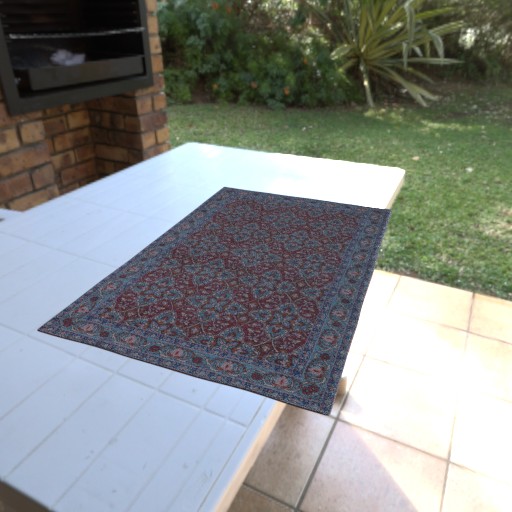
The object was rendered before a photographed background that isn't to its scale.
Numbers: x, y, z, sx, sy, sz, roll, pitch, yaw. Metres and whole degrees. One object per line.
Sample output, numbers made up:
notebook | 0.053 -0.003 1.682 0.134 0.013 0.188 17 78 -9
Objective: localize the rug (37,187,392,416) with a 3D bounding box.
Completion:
rug | 0.000 0.000 2.364 1.219 0.009 1.829 11 30 18
